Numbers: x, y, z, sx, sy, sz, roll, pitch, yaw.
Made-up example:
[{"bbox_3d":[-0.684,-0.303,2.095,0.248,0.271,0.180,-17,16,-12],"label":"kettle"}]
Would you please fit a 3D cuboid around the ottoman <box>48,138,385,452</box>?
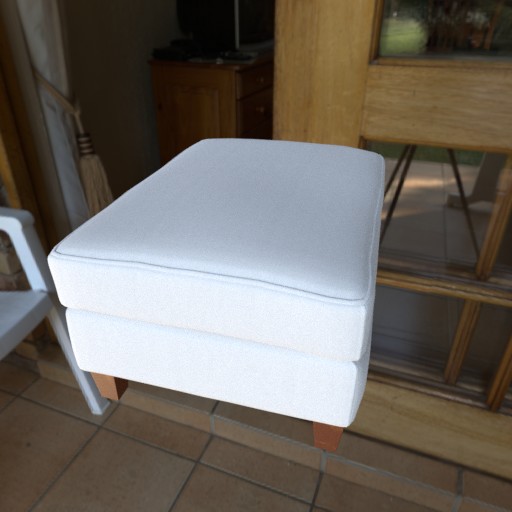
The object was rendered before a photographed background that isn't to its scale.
[{"bbox_3d":[0.000,0.000,1.191,0.634,0.479,0.818,8,31,13],"label":"ottoman"}]
